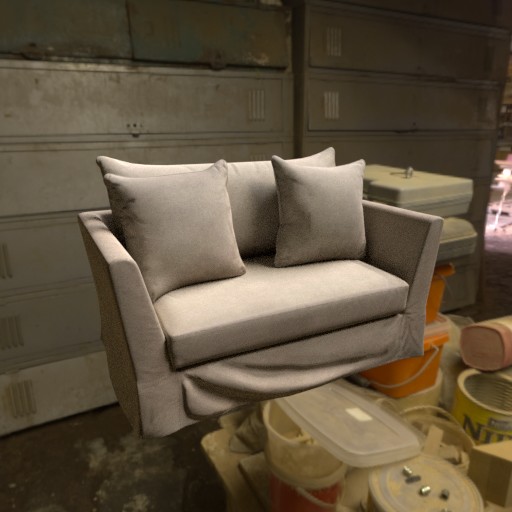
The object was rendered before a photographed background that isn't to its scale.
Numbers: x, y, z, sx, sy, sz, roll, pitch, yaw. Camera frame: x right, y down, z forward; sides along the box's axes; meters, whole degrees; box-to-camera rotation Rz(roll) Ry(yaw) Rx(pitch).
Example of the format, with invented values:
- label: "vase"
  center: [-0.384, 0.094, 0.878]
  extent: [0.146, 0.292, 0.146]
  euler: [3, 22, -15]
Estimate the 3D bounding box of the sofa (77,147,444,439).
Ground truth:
- label: "sofa"
  center: [0.000, 0.000, 2.306]
  extent: [1.608, 1.040, 1.035]
  euler: [-8, 19, -26]
